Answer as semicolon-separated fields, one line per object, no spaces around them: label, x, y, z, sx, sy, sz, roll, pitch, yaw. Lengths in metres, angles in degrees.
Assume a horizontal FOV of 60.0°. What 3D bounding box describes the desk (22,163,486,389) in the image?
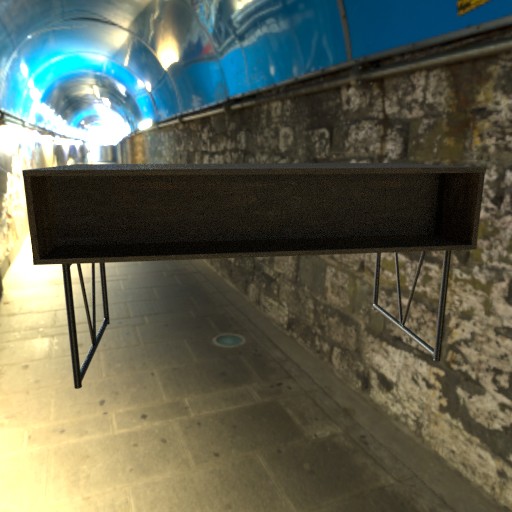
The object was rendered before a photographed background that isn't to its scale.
desk;0.000;0.000;1.950;1.600;0.780;0.730;-2;13;-9
